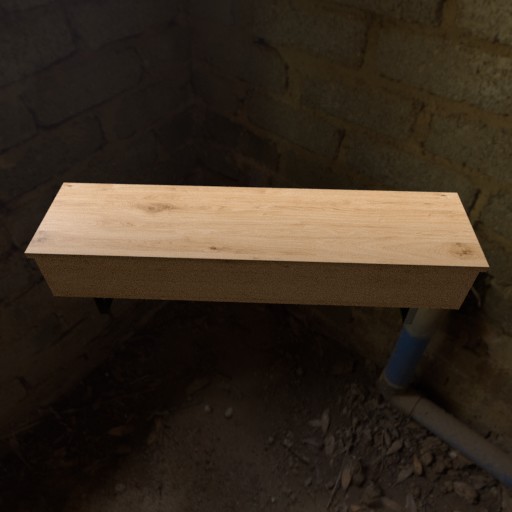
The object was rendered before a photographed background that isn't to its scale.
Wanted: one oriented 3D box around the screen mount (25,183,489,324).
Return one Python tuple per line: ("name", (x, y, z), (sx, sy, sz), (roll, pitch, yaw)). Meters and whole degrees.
("screen mount", (0.000, 0.000, 1.929), (1.700, 0.430, 0.450), (2, 46, 2))
